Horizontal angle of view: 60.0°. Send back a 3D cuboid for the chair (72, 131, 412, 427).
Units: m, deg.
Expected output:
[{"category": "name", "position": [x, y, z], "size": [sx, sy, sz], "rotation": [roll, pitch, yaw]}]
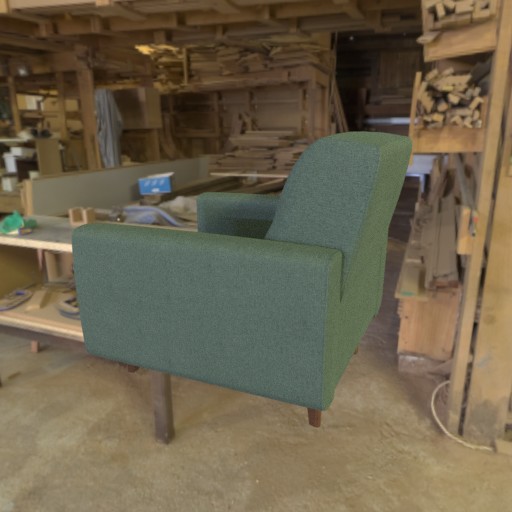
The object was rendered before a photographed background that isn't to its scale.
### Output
[{"category": "chair", "position": [0.000, 0.000, 1.546], "size": [0.909, 0.841, 0.831], "rotation": [8, 19, 24]}]
